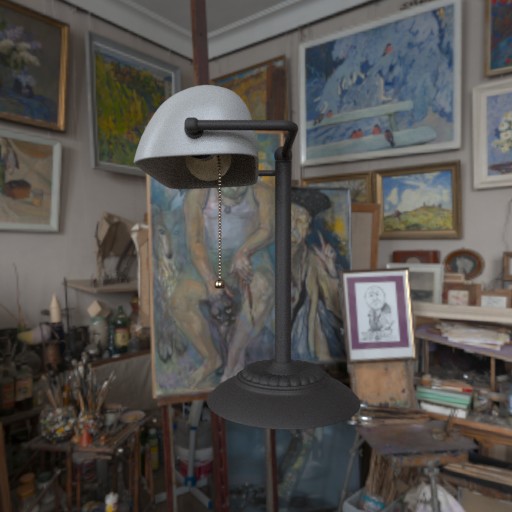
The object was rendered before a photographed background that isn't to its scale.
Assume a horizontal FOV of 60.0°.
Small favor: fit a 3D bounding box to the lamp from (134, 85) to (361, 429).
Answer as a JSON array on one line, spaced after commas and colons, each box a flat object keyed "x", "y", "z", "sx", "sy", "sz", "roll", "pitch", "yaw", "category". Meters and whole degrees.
[{"x": 0.000, "y": 0.000, "z": 0.522, "sx": 0.243, "sy": 0.339, "sz": 0.264, "roll": 0, "pitch": 1, "yaw": 0, "category": "lamp"}]
